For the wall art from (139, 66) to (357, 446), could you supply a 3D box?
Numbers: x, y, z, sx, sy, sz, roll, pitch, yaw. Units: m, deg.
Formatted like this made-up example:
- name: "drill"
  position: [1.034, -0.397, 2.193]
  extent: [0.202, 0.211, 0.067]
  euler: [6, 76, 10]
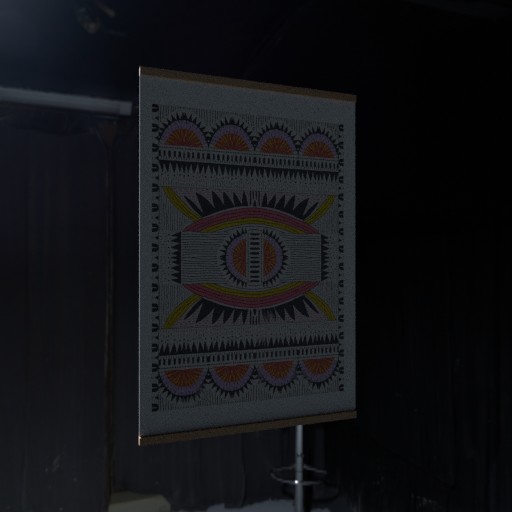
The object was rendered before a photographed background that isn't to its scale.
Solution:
- name: "wall art"
  position: [0.000, 0.000, 1.960]
  extent: [0.999, 1.533, 0.028]
  euler: [0, 0, -19]
